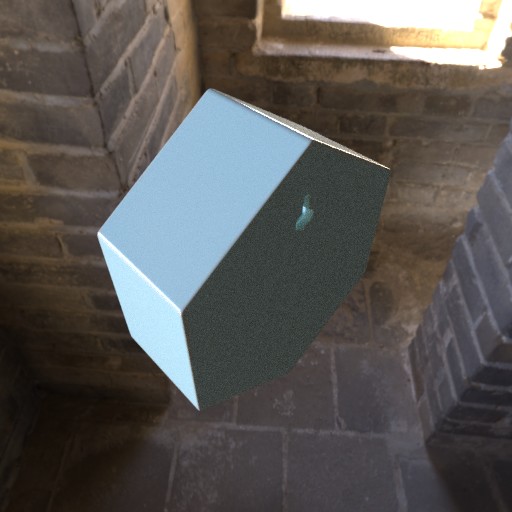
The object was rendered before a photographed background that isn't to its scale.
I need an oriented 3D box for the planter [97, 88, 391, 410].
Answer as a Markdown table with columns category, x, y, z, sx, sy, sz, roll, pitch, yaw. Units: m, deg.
| category | x | y | z | sx | sy | sz | roll | pitch | yaw |
| --- | --- | --- | --- | --- | --- | --- | --- | --- | --- |
| planter | 0.000 | 0.000 | 0.298 | 0.169 | 0.207 | 0.078 | -34 | 54 | -29 |
